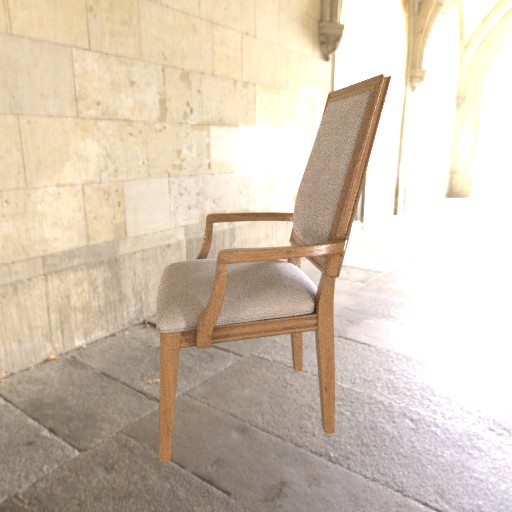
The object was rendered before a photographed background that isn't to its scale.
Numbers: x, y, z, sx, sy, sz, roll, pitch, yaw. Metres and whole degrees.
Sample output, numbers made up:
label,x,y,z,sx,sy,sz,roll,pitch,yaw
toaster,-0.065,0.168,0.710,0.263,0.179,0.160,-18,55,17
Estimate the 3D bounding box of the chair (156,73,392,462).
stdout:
label,x,y,z,sx,sy,sz,roll,pitch,yaw
chair,0.000,0.000,1.345,0.602,0.990,0.606,-2,14,-9
